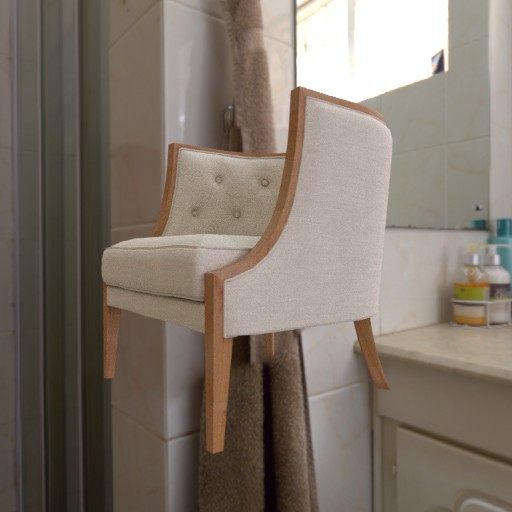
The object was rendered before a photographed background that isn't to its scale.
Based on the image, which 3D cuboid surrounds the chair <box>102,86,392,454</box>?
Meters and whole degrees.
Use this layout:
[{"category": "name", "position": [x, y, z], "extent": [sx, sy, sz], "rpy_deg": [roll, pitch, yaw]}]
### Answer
[{"category": "chair", "position": [0.000, 0.000, 1.354], "extent": [0.757, 0.775, 0.711], "rpy_deg": [0, 1, -37]}]
